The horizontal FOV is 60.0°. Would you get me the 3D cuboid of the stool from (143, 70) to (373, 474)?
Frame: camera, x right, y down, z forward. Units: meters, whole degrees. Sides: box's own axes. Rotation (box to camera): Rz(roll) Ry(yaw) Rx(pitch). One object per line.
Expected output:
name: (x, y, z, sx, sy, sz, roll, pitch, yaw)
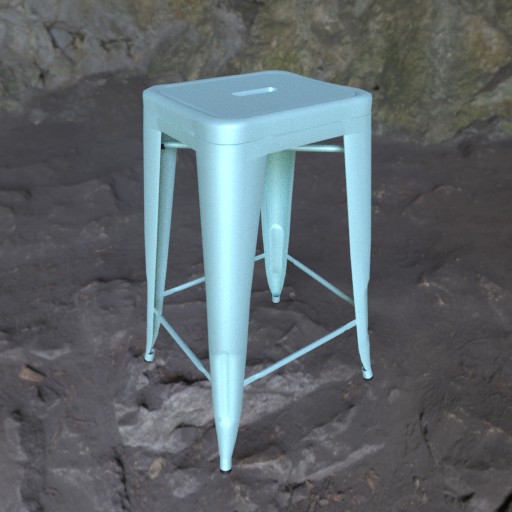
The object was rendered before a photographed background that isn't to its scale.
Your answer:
stool: (0.000, 0.000, 0.849, 0.399, 0.609, 0.359, -21, 38, -30)
